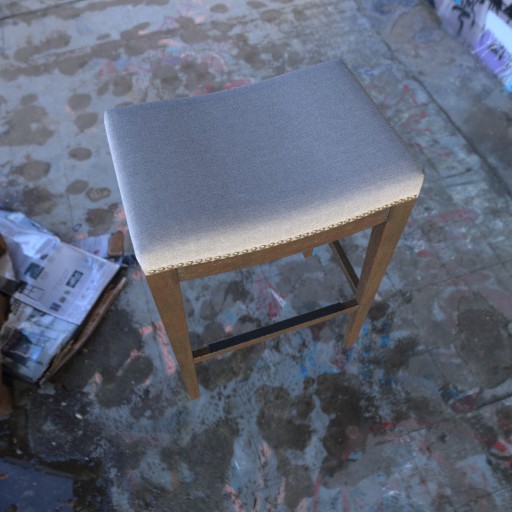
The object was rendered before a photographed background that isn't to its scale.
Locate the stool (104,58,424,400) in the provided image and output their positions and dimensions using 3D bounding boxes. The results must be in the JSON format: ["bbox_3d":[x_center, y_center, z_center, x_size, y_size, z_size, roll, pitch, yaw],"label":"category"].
[{"bbox_3d":[0.000,0.000,1.064,0.508,0.762,0.356,-16,60,-10],"label":"stool"}]
